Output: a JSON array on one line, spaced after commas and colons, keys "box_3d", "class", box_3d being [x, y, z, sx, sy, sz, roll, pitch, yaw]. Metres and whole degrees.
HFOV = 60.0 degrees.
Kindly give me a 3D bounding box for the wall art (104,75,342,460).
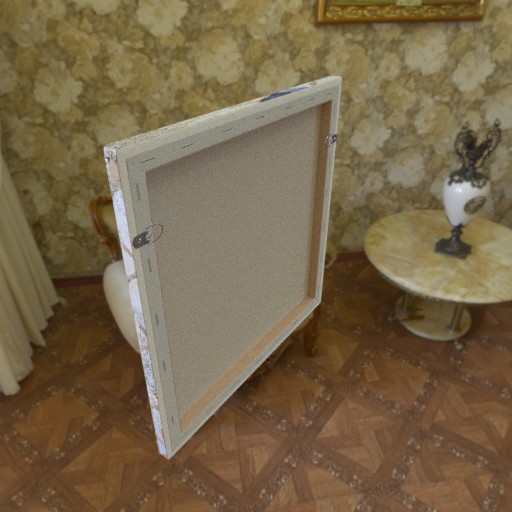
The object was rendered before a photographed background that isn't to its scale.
[{"box_3d": [0.000, 0.000, 1.356, 0.039, 0.914, 0.912, 20, 37, 30], "class": "wall art"}]
